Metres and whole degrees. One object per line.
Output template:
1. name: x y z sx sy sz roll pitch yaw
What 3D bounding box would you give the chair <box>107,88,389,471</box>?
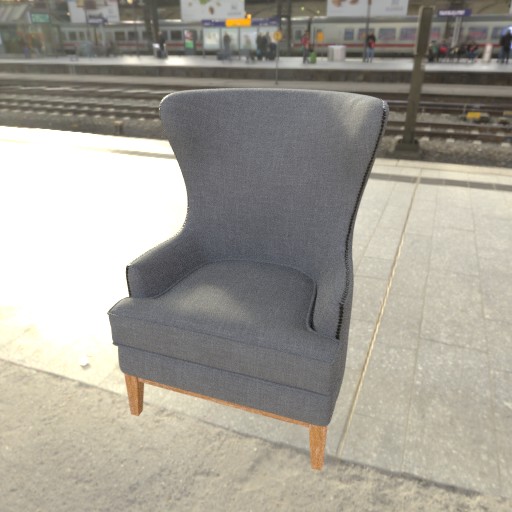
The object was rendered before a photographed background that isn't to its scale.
1. chair: 0.000 0.000 1.759 0.864 1.176 0.883 9 27 18
